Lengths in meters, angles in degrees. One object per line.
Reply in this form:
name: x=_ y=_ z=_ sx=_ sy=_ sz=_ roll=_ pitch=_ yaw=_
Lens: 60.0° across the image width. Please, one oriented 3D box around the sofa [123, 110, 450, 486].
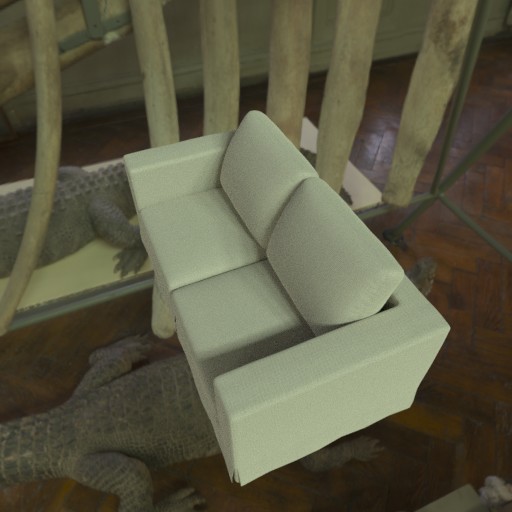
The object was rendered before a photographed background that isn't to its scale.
sofa: x=0.000 y=0.000 z=2.401 sx=1.009 sy=0.932 sz=1.813 roll=-18 pitch=49 yaw=-16
